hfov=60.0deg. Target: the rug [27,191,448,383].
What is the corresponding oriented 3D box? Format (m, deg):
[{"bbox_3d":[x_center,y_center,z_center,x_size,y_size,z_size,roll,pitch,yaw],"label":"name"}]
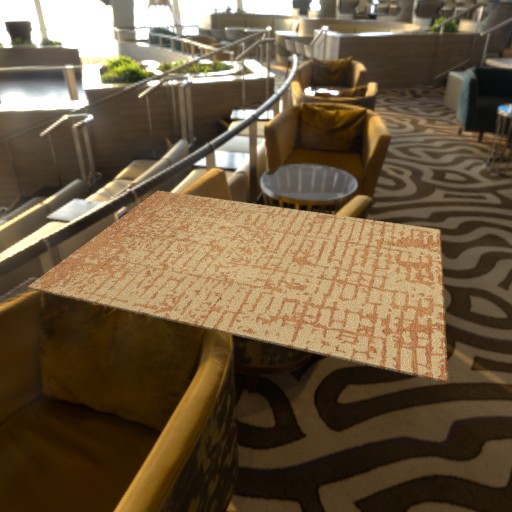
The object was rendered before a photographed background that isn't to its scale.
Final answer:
[{"bbox_3d":[0.000,0.000,2.298,1.829,0.011,1.219,10,32,16],"label":"rug"}]
